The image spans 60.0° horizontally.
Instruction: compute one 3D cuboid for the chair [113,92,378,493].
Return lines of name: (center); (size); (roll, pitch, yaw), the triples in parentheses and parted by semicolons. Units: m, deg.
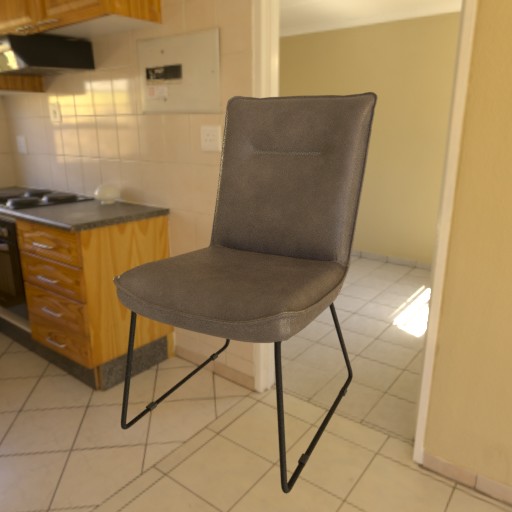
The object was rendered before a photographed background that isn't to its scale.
chair: (0.000, 0.000, 1.298); (0.515, 0.932, 0.688); (8, 18, 26)
